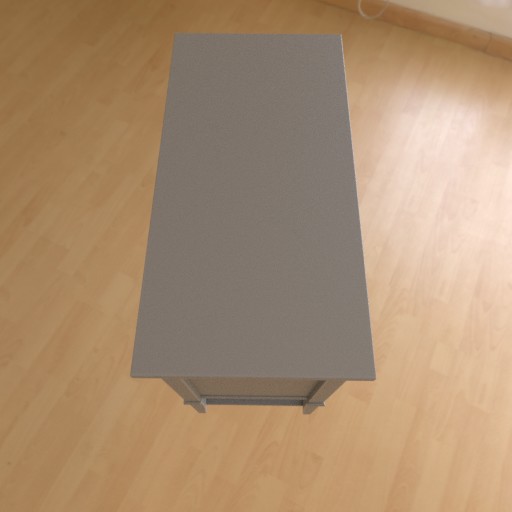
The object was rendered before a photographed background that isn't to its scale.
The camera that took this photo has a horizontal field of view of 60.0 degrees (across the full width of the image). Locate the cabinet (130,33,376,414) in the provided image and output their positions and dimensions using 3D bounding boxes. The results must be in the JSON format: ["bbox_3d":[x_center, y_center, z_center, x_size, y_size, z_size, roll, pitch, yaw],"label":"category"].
[{"bbox_3d":[0.000,0.000,1.234,0.396,0.780,0.801,1,65,0],"label":"cabinet"}]
